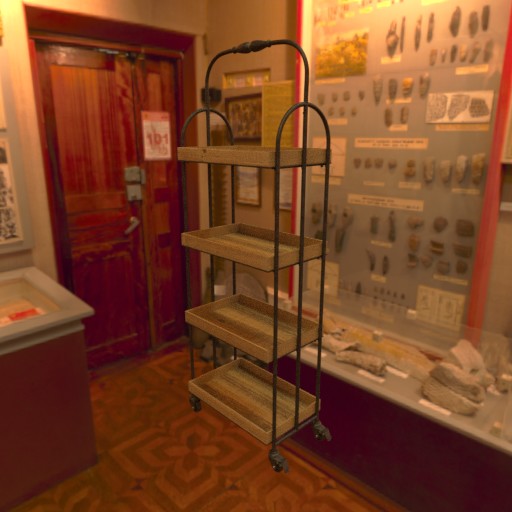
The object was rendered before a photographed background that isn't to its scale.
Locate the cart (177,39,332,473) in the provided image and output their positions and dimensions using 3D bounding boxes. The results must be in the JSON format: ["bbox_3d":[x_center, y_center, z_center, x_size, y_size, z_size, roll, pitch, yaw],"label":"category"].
[{"bbox_3d":[0.000,0.000,1.667,0.308,1.481,0.581,-15,21,-42],"label":"cart"}]
